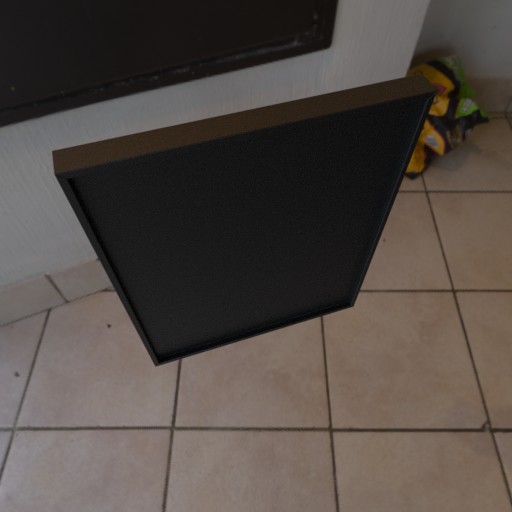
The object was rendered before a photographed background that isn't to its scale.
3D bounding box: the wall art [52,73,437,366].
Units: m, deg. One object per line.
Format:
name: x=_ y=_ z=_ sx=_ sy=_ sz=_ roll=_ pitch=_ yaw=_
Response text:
wall art: x=0.000 y=0.000 z=0.734 sx=0.449 sy=0.555 sz=0.039 roll=-15 pitch=57 yaw=-10
